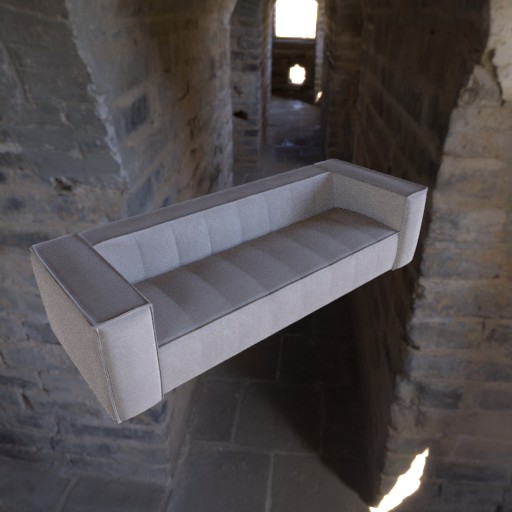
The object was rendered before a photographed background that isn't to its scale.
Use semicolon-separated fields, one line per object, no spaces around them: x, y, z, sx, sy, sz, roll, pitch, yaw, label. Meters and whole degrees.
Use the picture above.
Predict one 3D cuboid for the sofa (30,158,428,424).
0.000;0.000;3.149;2.697;0.680;1.038;-22;37;-34;sofa
